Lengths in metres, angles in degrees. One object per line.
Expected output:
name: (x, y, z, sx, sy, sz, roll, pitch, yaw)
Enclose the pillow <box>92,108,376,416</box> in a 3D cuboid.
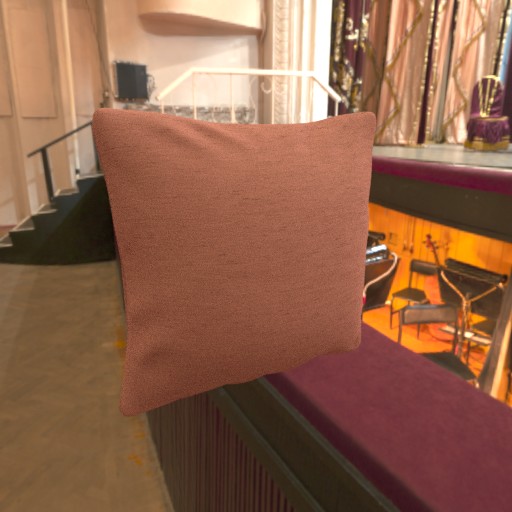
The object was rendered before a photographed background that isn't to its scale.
pillow: (0.000, 0.000, 0.661, 0.432, 0.415, 0.246, -9, 19, -28)
